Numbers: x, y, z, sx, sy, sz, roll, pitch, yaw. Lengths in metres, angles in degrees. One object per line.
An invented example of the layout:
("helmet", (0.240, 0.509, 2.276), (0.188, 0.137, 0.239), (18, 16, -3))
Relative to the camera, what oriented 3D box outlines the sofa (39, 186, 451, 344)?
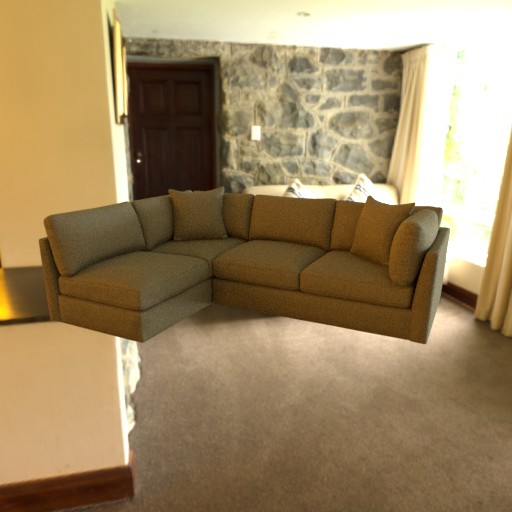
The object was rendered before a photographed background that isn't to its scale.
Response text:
("sofa", (0.000, 0.000, 3.782), (2.896, 0.978, 1.994), (7, 16, 26))
